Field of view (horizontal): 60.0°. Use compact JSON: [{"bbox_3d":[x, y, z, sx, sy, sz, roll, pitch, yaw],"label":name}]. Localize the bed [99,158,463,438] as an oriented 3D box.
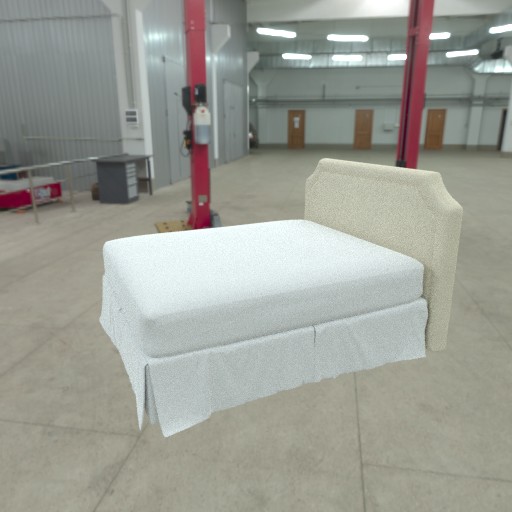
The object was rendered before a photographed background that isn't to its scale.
[{"bbox_3d":[0.000,0.000,3.370,2.209,1.296,1.827,-8,19,-24],"label":"bed"}]
